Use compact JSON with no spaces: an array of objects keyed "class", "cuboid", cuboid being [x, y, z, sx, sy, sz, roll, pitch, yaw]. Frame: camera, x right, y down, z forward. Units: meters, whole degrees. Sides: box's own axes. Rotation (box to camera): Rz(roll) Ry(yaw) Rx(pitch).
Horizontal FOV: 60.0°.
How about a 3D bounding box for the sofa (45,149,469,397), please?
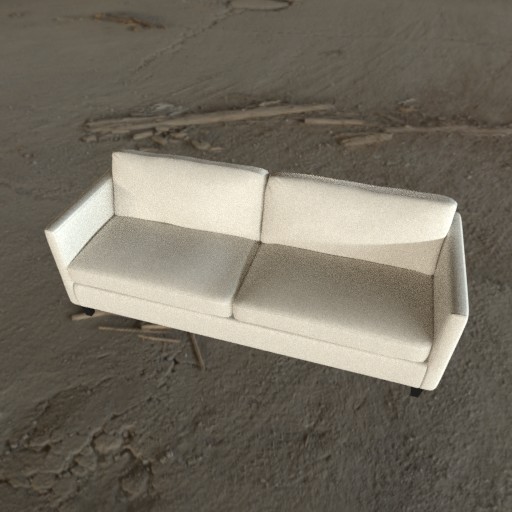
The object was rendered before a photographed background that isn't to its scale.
[{"class":"sofa","cuboid":[0.000,0.000,2.892,2.434,0.965,0.948,11,42,13]}]
